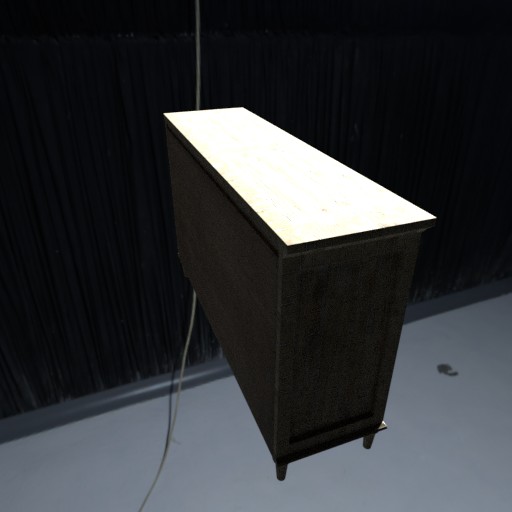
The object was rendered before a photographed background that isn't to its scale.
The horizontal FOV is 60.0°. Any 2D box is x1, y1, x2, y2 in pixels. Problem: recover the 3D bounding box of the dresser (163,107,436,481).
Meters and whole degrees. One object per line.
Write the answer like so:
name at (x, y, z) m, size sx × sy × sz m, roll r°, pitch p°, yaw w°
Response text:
dresser at (0.000, 0.000, 2.078) m, size 0.457 × 1.016 × 1.626 m, roll -11°, pitch 31°, yaw -18°
